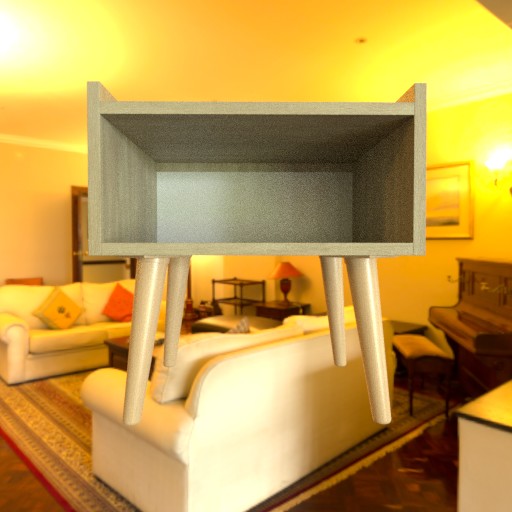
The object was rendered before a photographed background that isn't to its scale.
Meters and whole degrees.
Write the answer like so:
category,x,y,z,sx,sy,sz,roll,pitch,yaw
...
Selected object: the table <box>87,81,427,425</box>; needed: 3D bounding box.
category,x,y,z,sx,sy,sz,roll,pitch,yaw
table,0.000,0.000,0.777,0.450,0.470,0.370,0,2,-1
